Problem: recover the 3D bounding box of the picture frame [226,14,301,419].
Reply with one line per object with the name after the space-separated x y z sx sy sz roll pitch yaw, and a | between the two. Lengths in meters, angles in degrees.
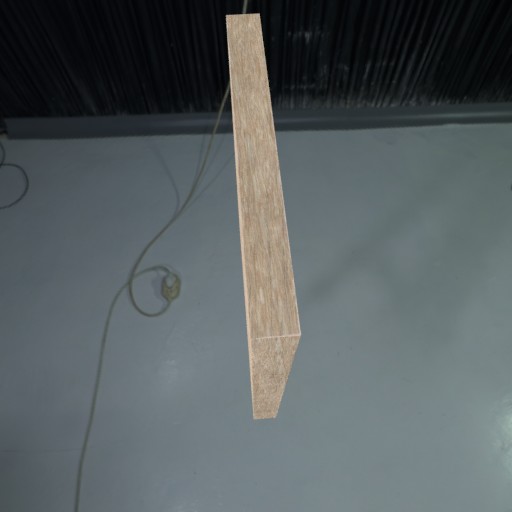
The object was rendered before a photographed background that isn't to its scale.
0.000 0.000 0.703 0.043 0.526 0.424 -4 63 -2 | picture frame
